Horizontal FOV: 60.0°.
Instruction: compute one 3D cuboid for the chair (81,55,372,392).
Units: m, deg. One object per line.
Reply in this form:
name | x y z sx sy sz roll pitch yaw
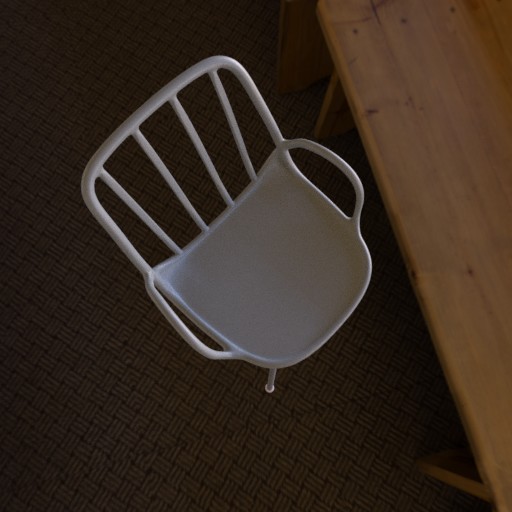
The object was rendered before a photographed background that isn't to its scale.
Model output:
chair | 0.000 0.000 1.195 0.597 0.816 0.549 43 80 9
